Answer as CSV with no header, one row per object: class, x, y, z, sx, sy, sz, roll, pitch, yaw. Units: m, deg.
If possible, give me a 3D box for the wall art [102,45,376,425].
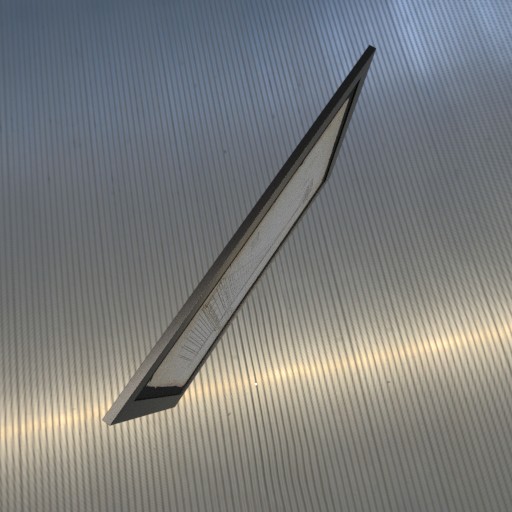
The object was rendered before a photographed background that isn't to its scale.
wall art,0.000,0.000,0.829,0.013,0.447,0.660,32,76,9
